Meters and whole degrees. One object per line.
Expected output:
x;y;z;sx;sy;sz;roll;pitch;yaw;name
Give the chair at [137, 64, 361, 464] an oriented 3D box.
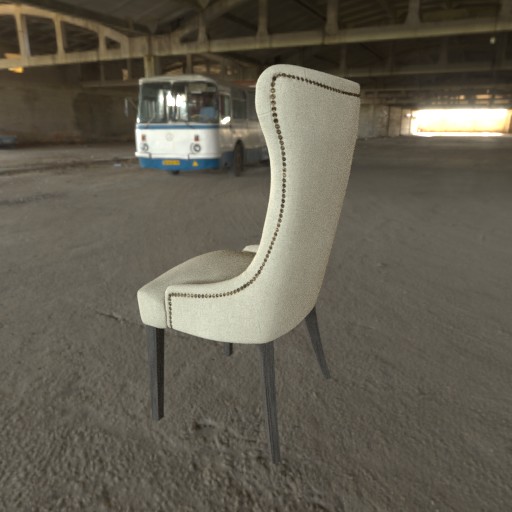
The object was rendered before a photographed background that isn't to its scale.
0.000;0.000;1.422;0.590;1.065;0.584;8;18;25;chair
